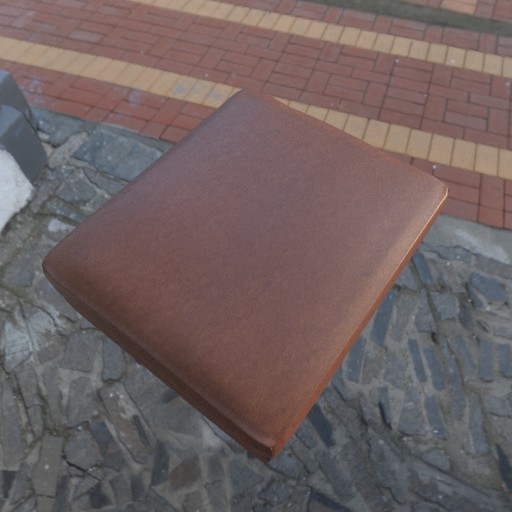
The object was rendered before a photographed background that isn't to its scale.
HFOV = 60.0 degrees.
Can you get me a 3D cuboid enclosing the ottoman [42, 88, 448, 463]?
[{"bbox_3d":[0.000,0.000,1.463,0.836,0.472,0.987,32,64,18],"label":"ottoman"}]
